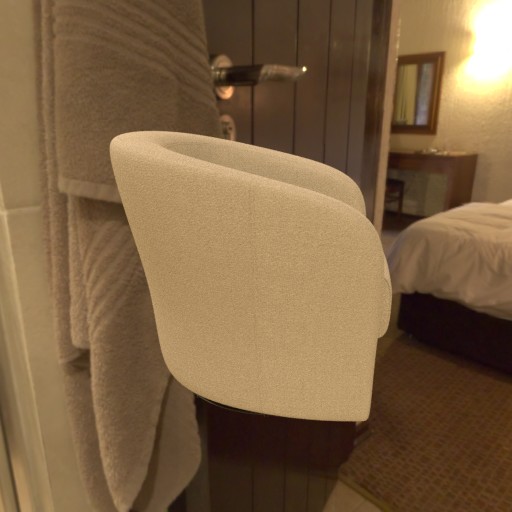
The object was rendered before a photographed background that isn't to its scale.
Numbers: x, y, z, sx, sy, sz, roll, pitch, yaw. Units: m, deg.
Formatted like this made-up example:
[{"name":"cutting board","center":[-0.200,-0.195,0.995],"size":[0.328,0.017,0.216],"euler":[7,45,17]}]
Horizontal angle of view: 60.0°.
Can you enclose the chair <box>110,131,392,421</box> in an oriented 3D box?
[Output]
[{"name":"chair","center":[0.000,0.000,1.428],"size":[0.815,0.771,0.791],"euler":[3,17,9]}]
